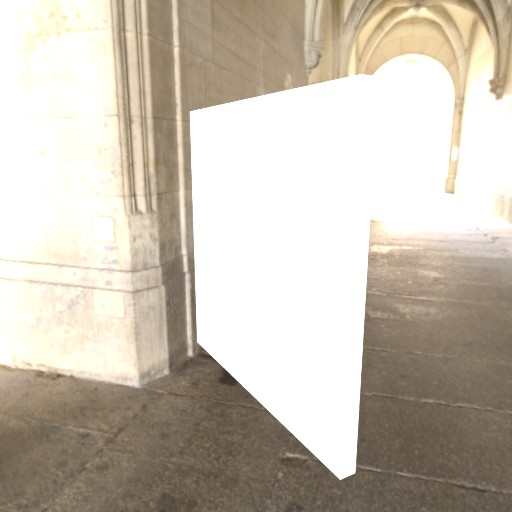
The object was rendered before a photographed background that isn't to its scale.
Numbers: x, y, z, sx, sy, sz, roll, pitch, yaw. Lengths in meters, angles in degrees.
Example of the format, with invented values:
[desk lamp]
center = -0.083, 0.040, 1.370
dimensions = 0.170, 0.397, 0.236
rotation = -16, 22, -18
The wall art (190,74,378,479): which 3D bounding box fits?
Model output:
[wall art]
center = 0.000, 0.000, 0.833
dimensions = 0.028, 0.559, 0.559
rotation = -7, 15, -28
